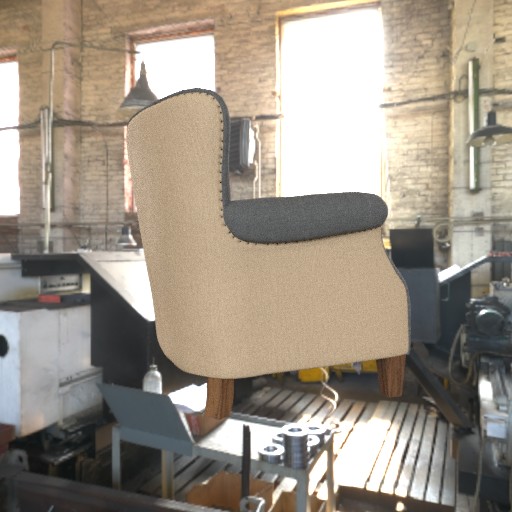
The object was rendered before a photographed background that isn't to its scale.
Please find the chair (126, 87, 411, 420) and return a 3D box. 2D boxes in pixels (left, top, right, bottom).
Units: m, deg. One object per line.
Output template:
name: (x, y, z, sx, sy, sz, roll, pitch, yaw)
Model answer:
chair: (0.000, 0.000, 1.645, 0.921, 0.936, 0.861, 0, 1, -18)
